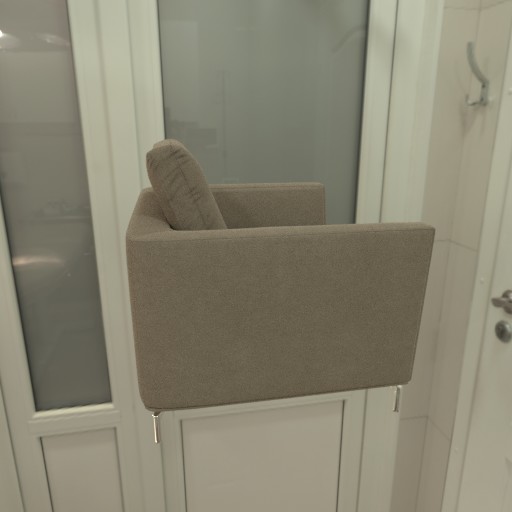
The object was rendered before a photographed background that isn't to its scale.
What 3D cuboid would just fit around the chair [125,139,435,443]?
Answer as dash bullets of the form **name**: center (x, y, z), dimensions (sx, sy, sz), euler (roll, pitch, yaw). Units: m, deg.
- **chair**: center (0.000, 0.000, 1.701), dimensions (0.889, 0.864, 1.041), euler (-3, 17, -11)
